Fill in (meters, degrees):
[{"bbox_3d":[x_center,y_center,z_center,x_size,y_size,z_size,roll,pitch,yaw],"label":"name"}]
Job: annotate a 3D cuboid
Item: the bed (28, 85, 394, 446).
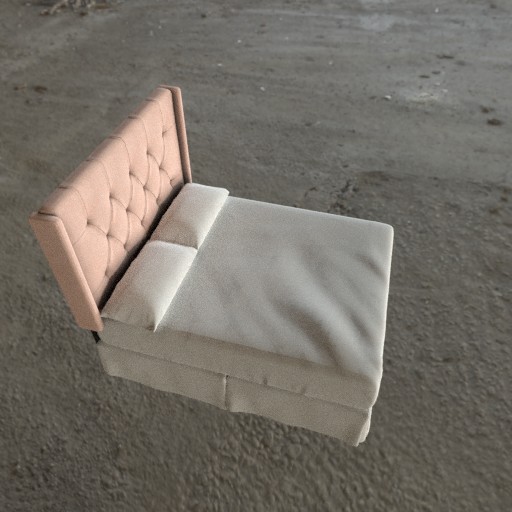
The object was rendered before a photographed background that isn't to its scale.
[{"bbox_3d":[0.000,0.000,3.296,2.066,1.665,1.719,11,46,11],"label":"bed"}]
